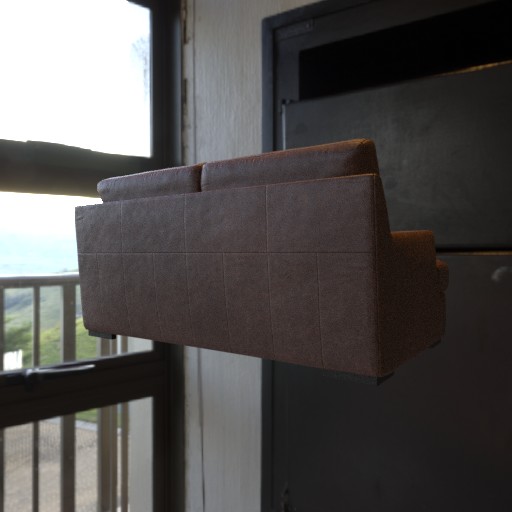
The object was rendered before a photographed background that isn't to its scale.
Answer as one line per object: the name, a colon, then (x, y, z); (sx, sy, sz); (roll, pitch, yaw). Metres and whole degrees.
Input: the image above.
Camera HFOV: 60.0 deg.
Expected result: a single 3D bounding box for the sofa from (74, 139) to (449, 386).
sofa: (0.000, 0.000, 2.499); (1.880, 0.939, 1.143); (0, 0, 35)
